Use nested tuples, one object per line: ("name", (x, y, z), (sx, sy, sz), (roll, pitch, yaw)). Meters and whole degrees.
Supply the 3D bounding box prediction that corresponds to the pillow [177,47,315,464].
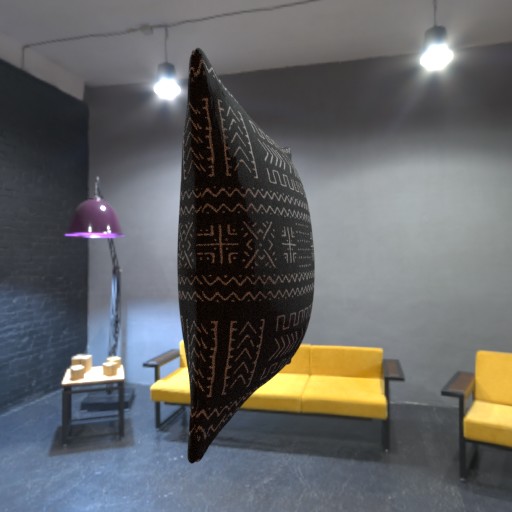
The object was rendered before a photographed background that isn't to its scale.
("pillow", (0.000, 0.000, 0.661), (0.164, 0.430, 0.438), (0, 0, 17))
